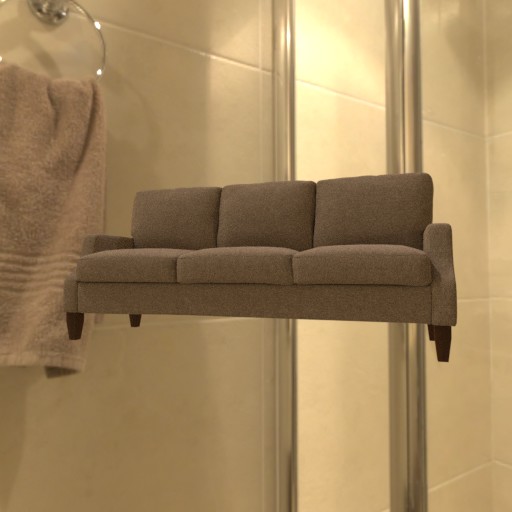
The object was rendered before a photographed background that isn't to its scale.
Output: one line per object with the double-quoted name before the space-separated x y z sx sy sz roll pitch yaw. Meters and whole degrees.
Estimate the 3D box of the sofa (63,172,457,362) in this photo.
"sofa" 0.000 0.000 2.651 2.115 0.984 0.888 -1 -2 18
